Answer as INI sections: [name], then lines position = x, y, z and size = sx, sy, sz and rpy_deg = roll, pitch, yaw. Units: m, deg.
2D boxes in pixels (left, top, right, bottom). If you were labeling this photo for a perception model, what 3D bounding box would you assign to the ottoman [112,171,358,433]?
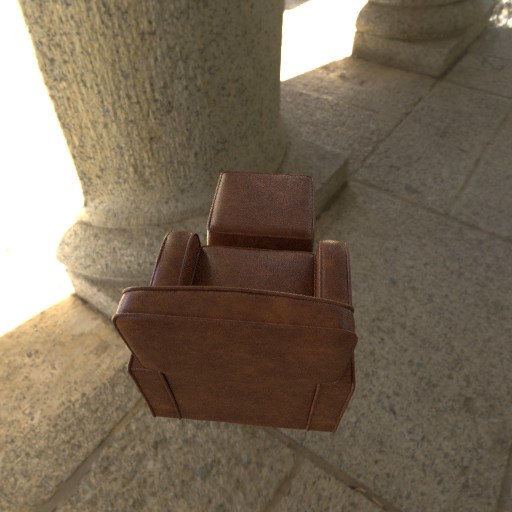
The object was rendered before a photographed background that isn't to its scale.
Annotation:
[ottoman]
position = 0.000, 0.000, 1.855
size = 0.732, 0.904, 1.314
rpy_deg = 4, 46, 4
